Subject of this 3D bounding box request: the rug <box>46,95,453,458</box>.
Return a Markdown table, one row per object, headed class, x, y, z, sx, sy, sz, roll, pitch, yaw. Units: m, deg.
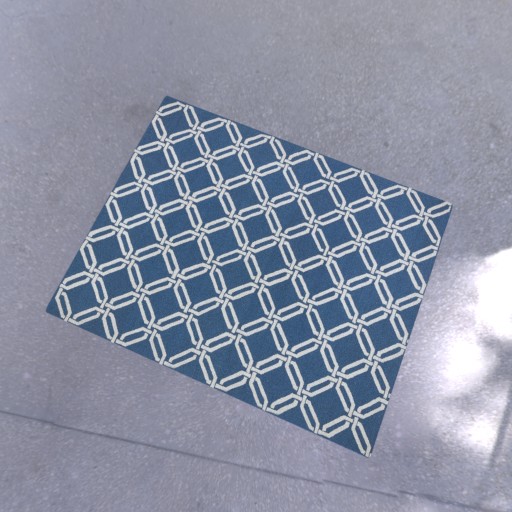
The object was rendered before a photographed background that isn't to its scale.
| class | x | y | z | sx | sy | sz | roll | pitch | yaw |
| --- | --- | --- | --- | --- | --- | --- | --- | --- | --- |
| rug | 0.000 | 0.000 | 3.820 | 2.867 | 0.020 | 2.277 | 22 | 75 | 6 |
